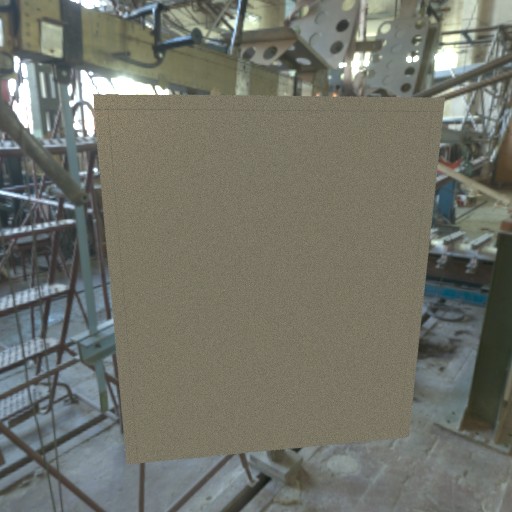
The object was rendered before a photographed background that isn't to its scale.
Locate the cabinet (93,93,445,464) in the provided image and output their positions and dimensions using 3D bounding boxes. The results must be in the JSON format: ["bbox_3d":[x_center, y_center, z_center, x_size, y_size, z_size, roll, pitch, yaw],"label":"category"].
[{"bbox_3d":[0.000,0.000,0.730,0.400,0.470,0.360,-2,16,-8],"label":"cabinet"}]
